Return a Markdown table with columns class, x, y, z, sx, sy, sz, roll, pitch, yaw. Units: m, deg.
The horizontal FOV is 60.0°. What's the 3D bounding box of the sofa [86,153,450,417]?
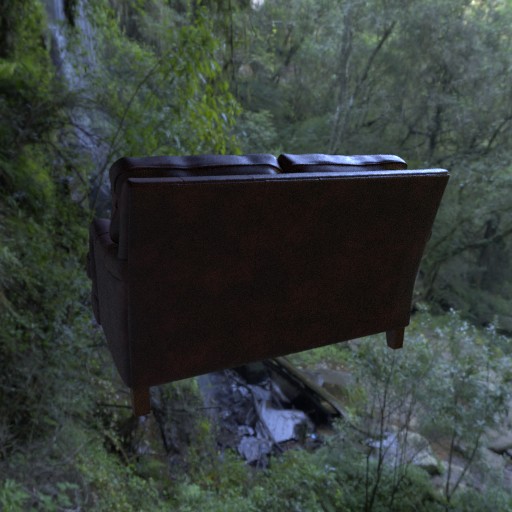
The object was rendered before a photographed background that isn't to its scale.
| class | x | y | z | sx | sy | sz | roll | pitch | yaw |
| --- | --- | --- | --- | --- | --- | --- | --- | --- | --- |
| sofa | 0.000 | 0.000 | 2.365 | 1.628 | 1.070 | 1.148 | -7 | 15 | -26 |
